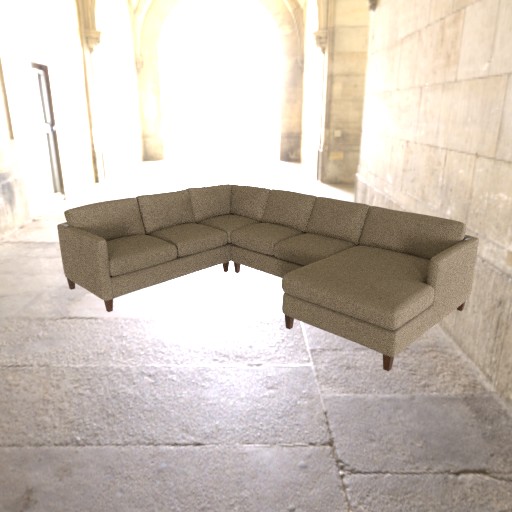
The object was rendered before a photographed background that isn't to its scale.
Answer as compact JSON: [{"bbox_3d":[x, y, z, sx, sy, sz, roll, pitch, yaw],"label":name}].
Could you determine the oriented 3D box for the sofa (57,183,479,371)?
[{"bbox_3d":[0.000,0.000,4.508,3.460,0.959,2.593,17,25,41],"label":"sofa"}]
